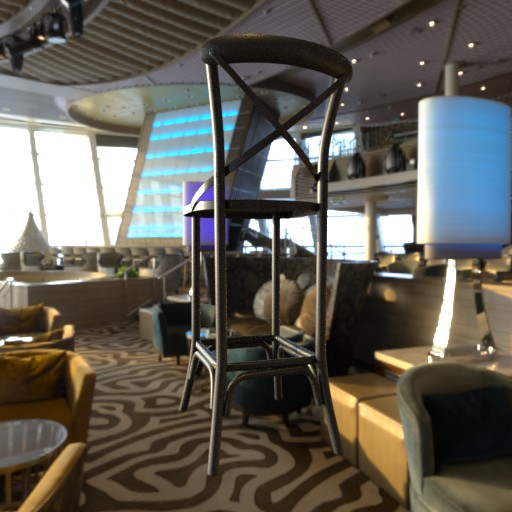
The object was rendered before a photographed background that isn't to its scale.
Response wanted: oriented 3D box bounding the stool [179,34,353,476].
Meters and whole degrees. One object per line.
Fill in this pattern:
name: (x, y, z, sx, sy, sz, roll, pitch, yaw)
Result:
stool: (0.000, 0.000, 1.454, 0.457, 1.168, 0.584, 0, 1, -18)
